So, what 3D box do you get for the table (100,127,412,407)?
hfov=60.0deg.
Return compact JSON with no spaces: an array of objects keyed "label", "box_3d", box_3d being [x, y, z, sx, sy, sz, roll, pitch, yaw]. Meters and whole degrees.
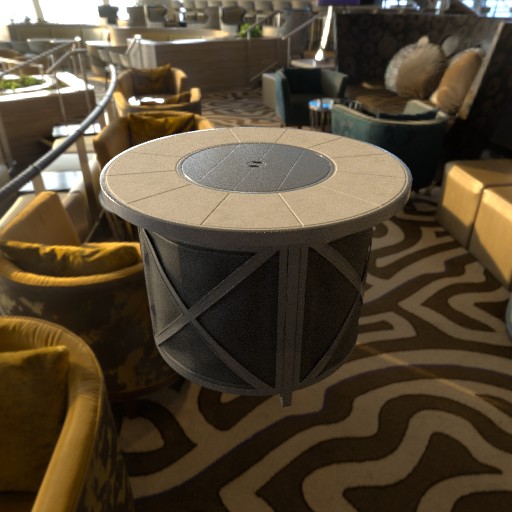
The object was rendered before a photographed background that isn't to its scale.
[{"label":"table","box_3d":[0.000,0.000,1.520,0.914,0.650,0.914,0,30,0]}]
